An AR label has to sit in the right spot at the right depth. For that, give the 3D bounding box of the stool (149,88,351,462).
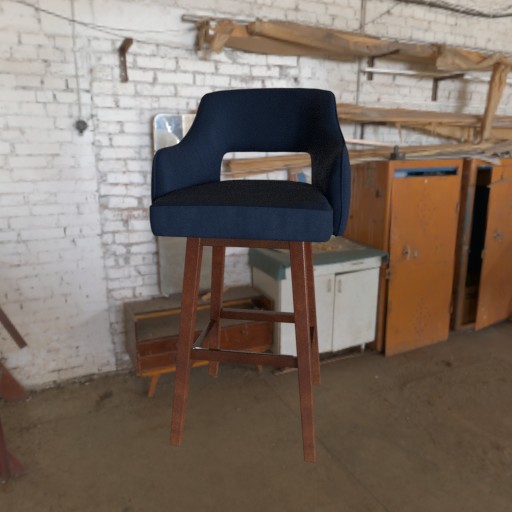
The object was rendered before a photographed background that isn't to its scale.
[{"bbox_3d":[0.000,0.000,1.379,0.550,1.041,0.560,2,15,10],"label":"stool"}]
